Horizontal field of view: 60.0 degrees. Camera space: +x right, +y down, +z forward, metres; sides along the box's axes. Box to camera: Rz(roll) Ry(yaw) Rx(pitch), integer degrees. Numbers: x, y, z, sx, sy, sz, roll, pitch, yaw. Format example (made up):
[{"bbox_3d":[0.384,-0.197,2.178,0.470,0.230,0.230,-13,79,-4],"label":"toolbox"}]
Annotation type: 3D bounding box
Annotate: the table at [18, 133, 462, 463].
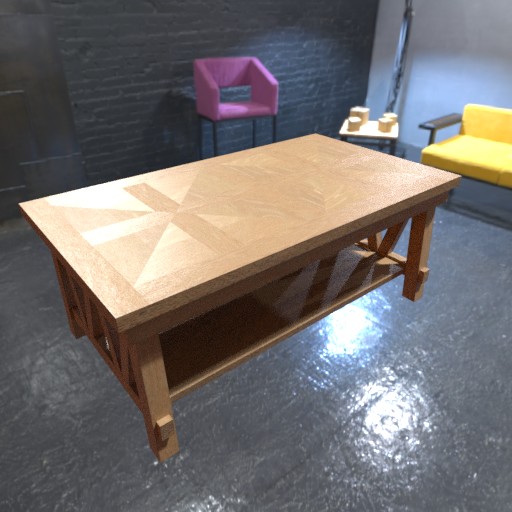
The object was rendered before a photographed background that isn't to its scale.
[{"bbox_3d":[0.000,0.000,1.570,1.270,0.507,0.711,-22,37,-33],"label":"table"}]
